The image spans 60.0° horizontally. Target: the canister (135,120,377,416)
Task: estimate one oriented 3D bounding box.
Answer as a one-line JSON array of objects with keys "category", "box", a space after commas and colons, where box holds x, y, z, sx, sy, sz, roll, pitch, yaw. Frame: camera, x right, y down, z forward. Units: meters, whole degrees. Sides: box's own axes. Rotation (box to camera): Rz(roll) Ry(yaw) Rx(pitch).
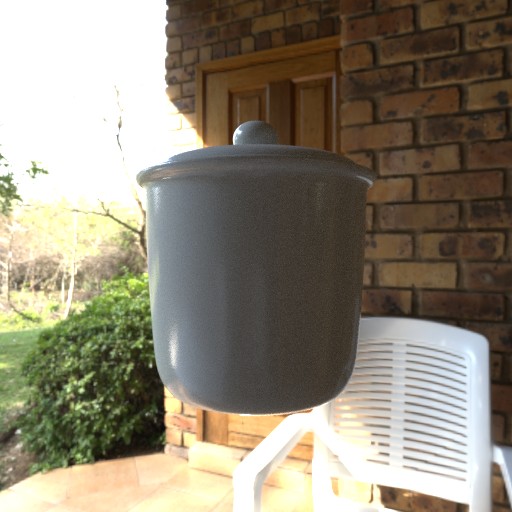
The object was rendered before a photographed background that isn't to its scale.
[{"category": "canister", "box": [0.000, 0.000, 0.346, 0.182, 0.208, 0.182, 0, 0, 0]}]
